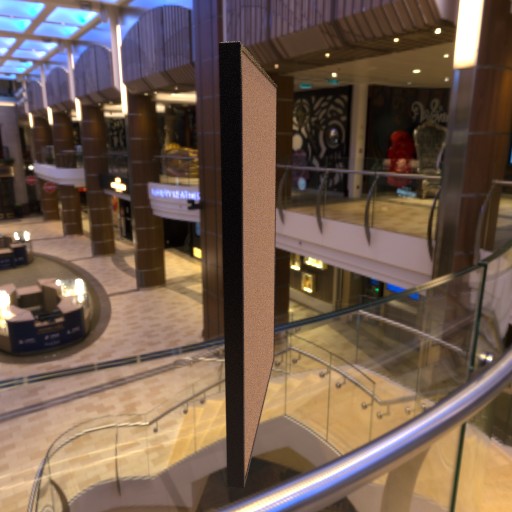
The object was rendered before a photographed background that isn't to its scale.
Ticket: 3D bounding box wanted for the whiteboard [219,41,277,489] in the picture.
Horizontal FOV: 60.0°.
[{"bbox_3d":[0.000,0.000,0.778,0.026,0.611,0.406,2,15,8],"label":"whiteboard"}]
